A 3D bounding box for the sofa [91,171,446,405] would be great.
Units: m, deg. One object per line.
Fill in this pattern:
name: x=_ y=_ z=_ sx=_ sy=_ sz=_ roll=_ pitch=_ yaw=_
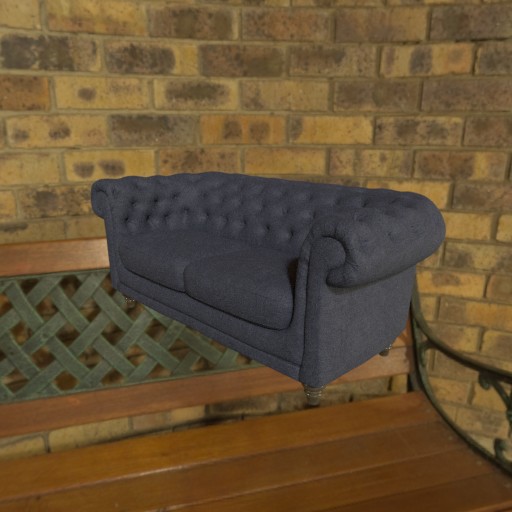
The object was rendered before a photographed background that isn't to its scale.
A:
sofa: x=0.000 y=0.000 z=2.556 sx=1.988 sy=0.833 sz=1.082 roll=15 pitch=22 yaw=43
